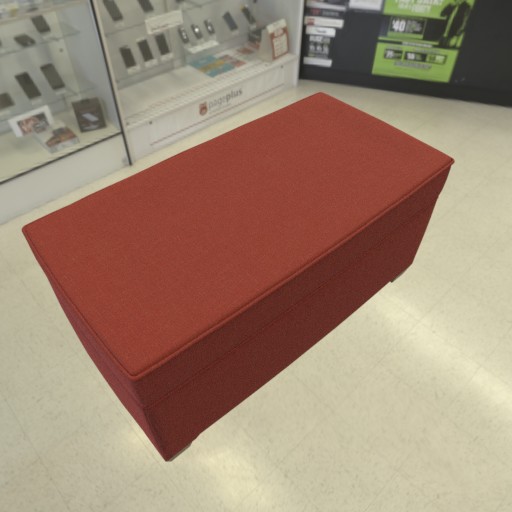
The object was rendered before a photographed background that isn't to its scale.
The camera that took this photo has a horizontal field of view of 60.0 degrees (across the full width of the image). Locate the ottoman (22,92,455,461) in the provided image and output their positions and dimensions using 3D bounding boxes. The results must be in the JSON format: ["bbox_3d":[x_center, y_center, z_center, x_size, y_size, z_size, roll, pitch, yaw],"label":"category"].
[{"bbox_3d":[0.000,0.000,1.188,0.948,0.454,0.497,-32,55,-26],"label":"ottoman"}]
